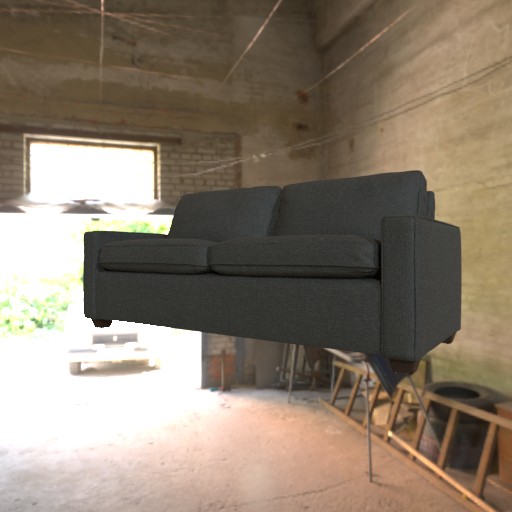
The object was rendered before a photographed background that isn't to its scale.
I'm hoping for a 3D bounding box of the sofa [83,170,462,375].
[{"bbox_3d":[0.000,0.000,2.575,2.080,0.919,0.940,0,0,34],"label":"sofa"}]
